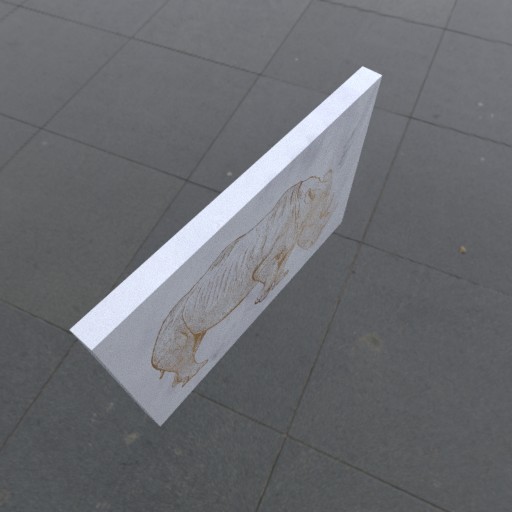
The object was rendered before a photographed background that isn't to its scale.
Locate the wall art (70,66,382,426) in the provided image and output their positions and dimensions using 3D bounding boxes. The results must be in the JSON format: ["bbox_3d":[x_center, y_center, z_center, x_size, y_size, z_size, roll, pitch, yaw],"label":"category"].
[{"bbox_3d":[0.000,0.000,0.784,0.038,0.407,0.609,35,64,20],"label":"wall art"}]
